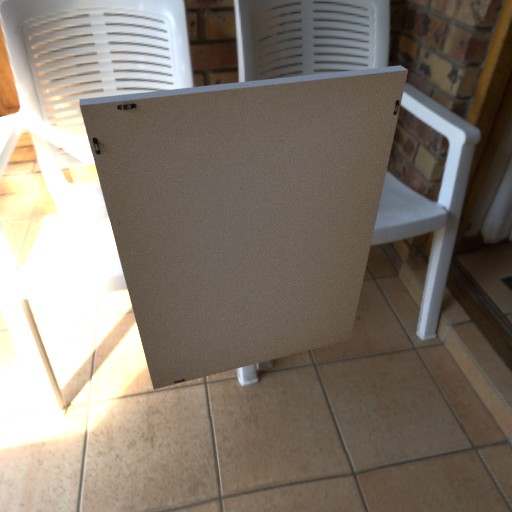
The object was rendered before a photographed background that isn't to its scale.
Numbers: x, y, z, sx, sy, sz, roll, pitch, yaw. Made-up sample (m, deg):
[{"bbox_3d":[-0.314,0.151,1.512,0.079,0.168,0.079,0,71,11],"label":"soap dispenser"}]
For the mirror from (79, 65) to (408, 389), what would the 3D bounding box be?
[{"bbox_3d":[0.000,0.000,1.327,0.762,1.016,0.040,-11,41,-13],"label":"mirror"}]
